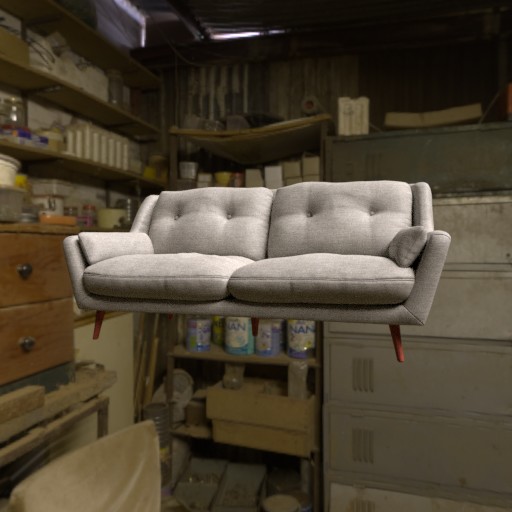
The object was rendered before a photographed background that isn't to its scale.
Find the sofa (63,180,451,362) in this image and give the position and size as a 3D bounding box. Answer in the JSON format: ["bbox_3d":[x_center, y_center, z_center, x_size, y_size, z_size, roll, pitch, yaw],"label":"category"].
[{"bbox_3d":[0.000,0.000,2.480,1.930,0.897,0.976,0,1,18],"label":"sofa"}]
